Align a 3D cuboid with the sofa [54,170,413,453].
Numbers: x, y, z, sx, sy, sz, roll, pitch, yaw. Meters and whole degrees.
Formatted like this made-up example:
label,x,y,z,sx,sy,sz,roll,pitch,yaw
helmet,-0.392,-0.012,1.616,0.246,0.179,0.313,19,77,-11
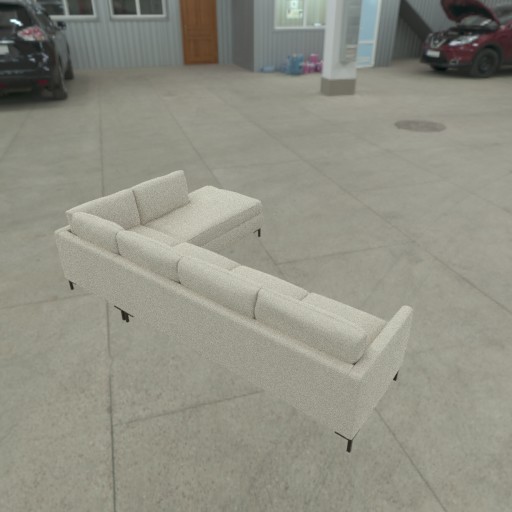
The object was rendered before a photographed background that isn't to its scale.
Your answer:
label,x,y,z,sx,sy,sz,roll,pitch,yaw
sofa,0.000,0.000,3.861,2.949,0.815,2.007,21,36,32
